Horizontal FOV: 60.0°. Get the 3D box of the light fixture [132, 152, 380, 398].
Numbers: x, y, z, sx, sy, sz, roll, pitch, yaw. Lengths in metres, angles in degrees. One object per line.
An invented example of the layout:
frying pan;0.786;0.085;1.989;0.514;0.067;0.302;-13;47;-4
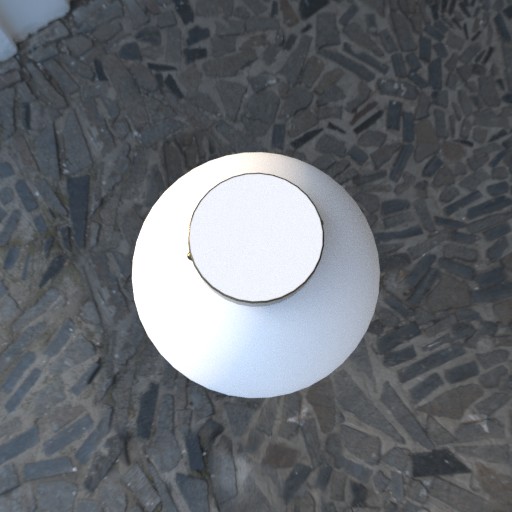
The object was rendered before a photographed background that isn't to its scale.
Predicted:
light fixture;0.000;0.000;0.565;0.355;0.177;0.355;0;75;0
